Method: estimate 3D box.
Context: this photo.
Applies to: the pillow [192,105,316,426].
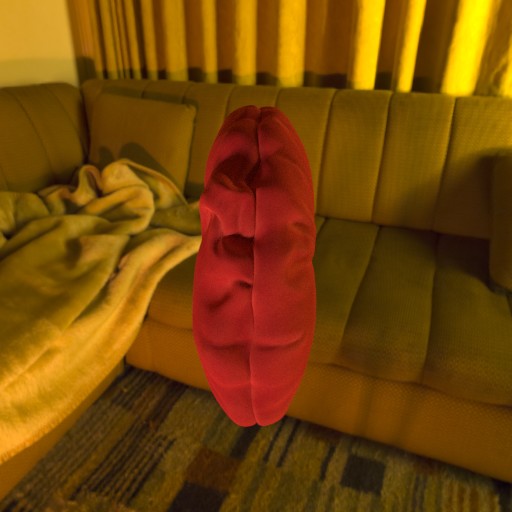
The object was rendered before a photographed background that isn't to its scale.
[{"bbox_3d":[0.000,0.000,0.633,0.148,0.407,0.428,0,27,1],"label":"pillow"}]
